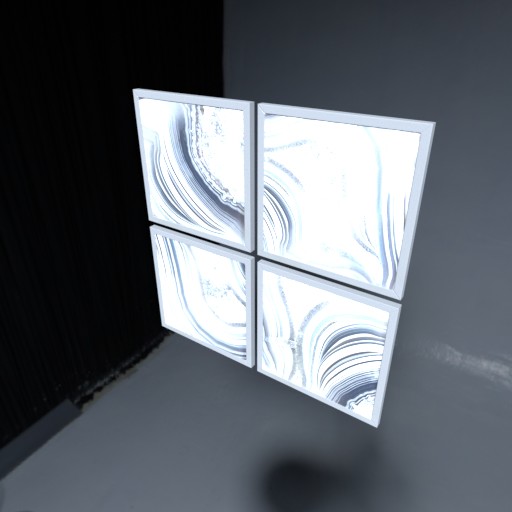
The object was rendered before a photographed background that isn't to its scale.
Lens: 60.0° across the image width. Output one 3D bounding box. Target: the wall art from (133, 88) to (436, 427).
[{"bbox_3d":[0.000,0.000,1.690,1.118,1.118,0.029,18,33,30],"label":"wall art"}]
